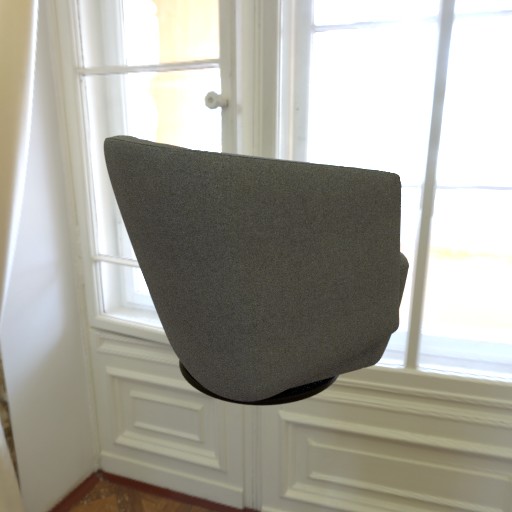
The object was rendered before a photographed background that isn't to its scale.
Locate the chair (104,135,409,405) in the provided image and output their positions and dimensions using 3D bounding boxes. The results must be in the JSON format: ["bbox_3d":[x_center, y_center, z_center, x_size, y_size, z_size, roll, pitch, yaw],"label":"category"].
[{"bbox_3d":[0.000,0.000,1.638,0.986,0.861,0.822,-8,17,-26],"label":"chair"}]
